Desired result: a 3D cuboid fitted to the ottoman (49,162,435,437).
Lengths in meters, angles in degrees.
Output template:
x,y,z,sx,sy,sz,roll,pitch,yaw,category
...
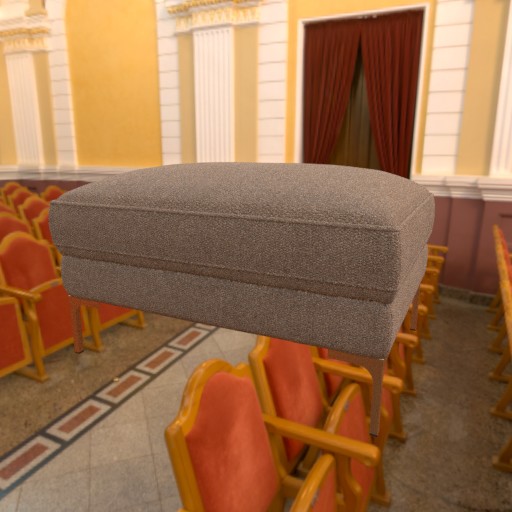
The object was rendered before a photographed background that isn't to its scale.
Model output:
x,y,z,sx,sy,sz,roll,pitch,yaw,category
0.000,0.000,1.128,0.785,0.464,0.583,7,16,25,ottoman
